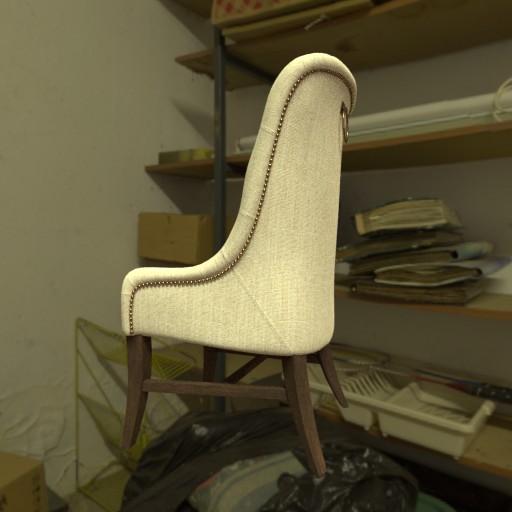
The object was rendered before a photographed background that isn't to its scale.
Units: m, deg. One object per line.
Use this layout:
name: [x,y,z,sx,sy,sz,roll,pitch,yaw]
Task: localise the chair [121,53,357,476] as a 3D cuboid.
chair: [0.000,0.000,1.434,0.629,1.091,0.634,0,1,18]
